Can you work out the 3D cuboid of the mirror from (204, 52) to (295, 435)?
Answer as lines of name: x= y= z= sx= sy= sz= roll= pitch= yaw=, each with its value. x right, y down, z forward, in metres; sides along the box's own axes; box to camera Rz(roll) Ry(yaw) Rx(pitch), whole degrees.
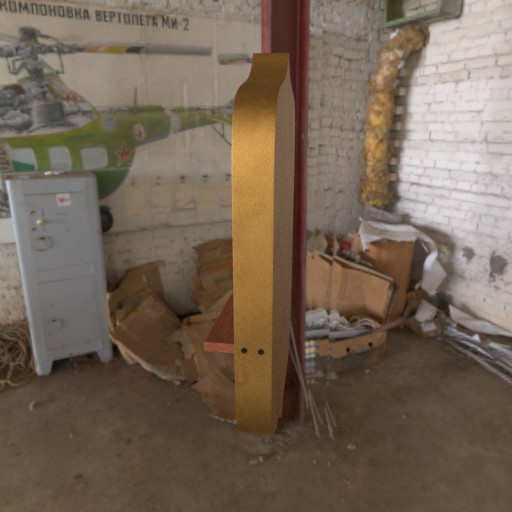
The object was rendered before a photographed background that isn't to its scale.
mirror: x=0.000 y=0.000 z=0.731 sx=0.096 sy=0.613 sz=0.323 roll=3 pitch=17 yaw=9
